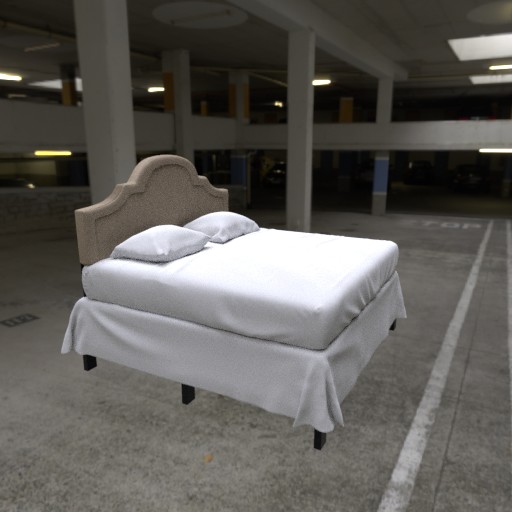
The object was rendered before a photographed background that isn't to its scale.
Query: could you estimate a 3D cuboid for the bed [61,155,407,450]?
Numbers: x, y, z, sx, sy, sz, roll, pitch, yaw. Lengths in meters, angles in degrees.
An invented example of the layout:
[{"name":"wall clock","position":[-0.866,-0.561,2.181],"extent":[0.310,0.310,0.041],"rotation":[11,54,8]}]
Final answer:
[{"name":"bed","position":[0.000,0.000,3.711],"extent":[2.222,1.631,2.303],"rotation":[8,16,28]}]
